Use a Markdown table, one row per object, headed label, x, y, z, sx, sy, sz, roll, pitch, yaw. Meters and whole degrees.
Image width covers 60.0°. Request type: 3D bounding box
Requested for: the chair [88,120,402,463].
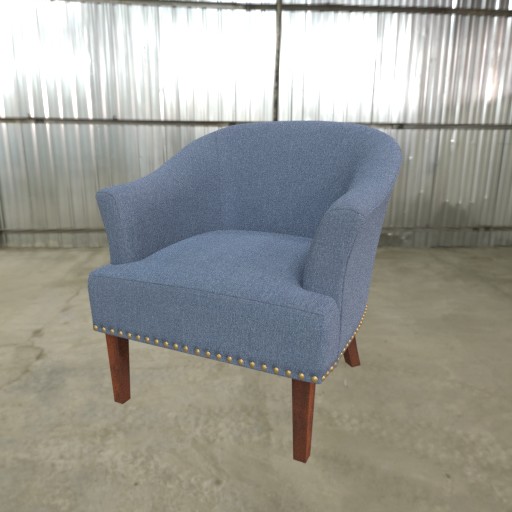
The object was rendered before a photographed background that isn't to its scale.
| label | x | y | z | sx | sy | sz | roll | pitch | yaw |
| --- | --- | --- | --- | --- | --- | --- | --- | --- | --- |
| chair | 0.000 | 0.000 | 1.344 | 0.772 | 0.815 | 0.704 | 7 | 16 | 25 |
